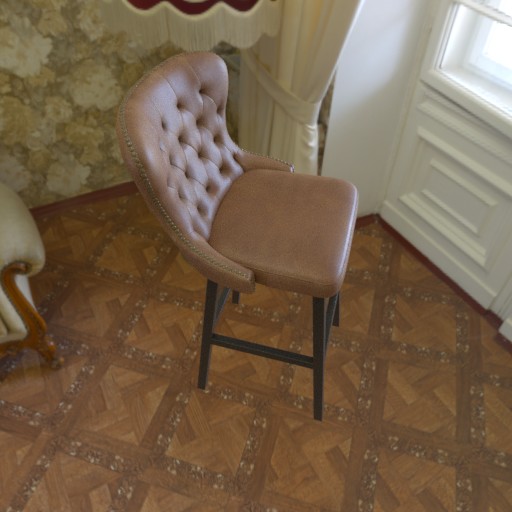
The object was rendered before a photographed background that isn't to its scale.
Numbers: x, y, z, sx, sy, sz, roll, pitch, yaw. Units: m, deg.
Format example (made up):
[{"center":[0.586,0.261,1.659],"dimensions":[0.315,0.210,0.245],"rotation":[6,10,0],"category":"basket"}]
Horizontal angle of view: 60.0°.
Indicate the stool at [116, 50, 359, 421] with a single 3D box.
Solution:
[{"center":[0.000,0.000,1.371],"dimensions":[0.601,1.050,0.528],"rotation":[11,47,11],"category":"stool"}]
